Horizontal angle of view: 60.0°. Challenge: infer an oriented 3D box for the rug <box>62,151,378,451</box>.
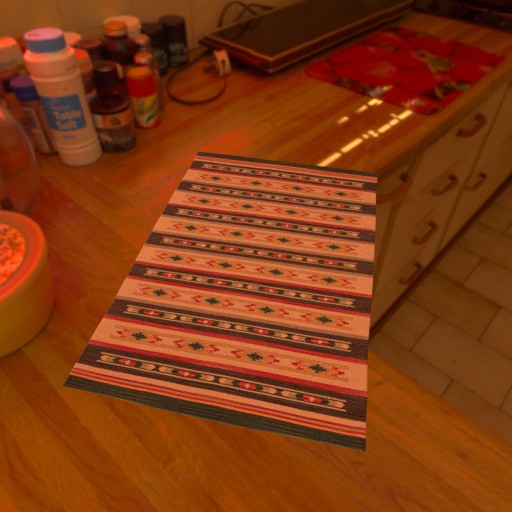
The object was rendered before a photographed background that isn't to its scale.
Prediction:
[{"bbox_3d":[0.000,0.000,2.339,1.221,0.009,1.825,9,46,9],"label":"rug"}]
